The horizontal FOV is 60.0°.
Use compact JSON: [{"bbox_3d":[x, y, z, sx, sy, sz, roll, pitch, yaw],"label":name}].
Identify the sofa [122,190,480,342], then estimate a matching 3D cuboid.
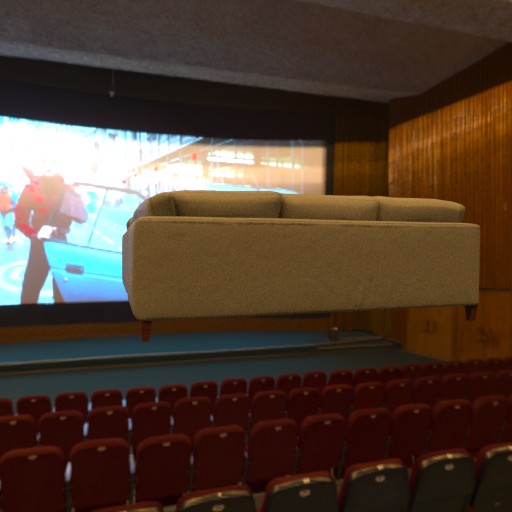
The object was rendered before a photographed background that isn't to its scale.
[{"bbox_3d":[0.000,0.000,4.525,2.592,0.947,3.301,0,1,-18],"label":"sofa"}]
